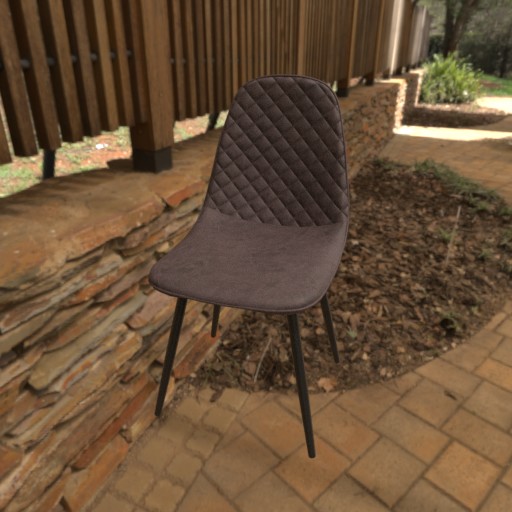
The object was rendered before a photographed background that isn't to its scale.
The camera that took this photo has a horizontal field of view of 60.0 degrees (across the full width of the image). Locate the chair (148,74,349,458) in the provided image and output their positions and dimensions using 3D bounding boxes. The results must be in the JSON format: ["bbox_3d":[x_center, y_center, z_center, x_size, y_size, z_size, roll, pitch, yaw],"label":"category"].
[{"bbox_3d":[0.000,0.000,1.211,0.472,0.889,0.561,8,27,17],"label":"chair"}]
